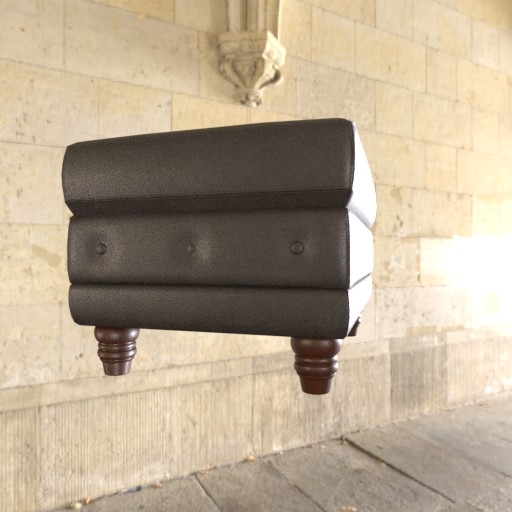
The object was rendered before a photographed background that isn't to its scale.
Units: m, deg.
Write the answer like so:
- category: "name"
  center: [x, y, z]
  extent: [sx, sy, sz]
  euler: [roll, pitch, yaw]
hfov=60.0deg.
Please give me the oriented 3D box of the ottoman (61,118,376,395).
- category: "ottoman"
  center: [0.000, 0.000, 1.172]
  extent: [0.590, 0.498, 0.795]
  euler: [0, 0, 17]
